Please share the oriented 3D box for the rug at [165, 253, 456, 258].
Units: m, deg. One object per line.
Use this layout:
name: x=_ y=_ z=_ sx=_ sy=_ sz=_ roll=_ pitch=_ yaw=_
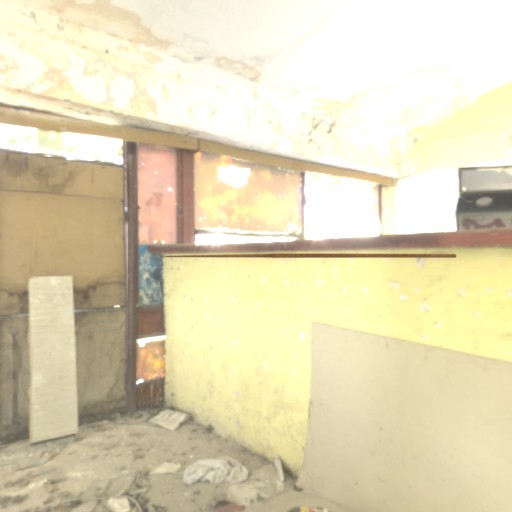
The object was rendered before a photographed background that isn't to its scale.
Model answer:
rug: x=0.000 y=0.000 z=2.707 sx=0.764 sy=0.017 sz=2.439 roll=0 pitch=0 yaw=-19
